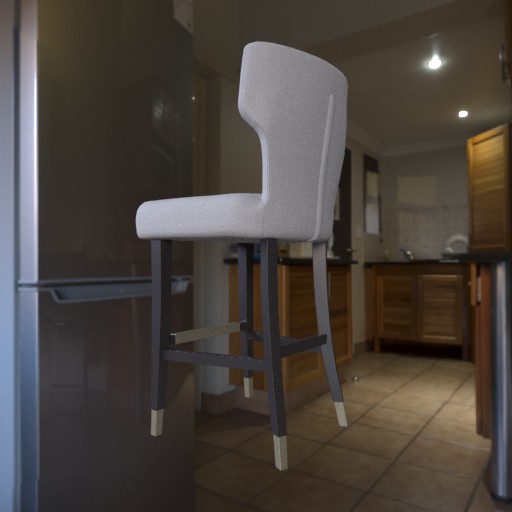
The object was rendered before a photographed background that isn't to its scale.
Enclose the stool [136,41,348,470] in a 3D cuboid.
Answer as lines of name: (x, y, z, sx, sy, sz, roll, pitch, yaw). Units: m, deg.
stool: (0.000, 0.000, 1.413, 0.563, 1.092, 0.526, 0, 0, 37)
